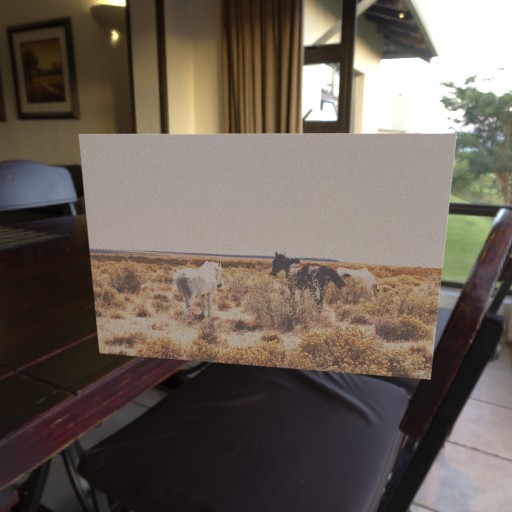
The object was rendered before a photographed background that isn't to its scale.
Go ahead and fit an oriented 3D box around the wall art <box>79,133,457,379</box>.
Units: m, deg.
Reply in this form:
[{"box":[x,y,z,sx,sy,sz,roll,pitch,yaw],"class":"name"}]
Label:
[{"box":[0.000,0.000,1.913,1.520,1.016,0.051,2,15,9],"class":"wall art"}]
